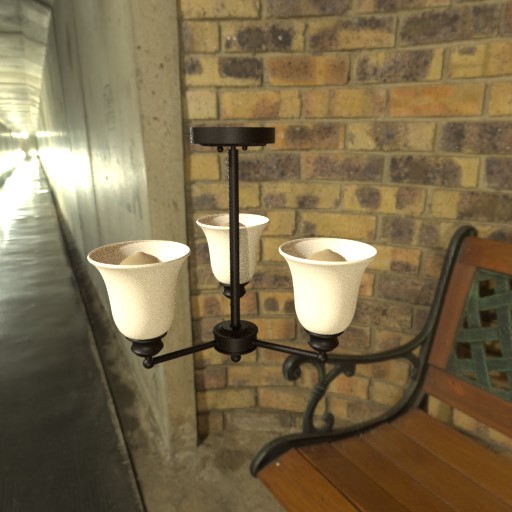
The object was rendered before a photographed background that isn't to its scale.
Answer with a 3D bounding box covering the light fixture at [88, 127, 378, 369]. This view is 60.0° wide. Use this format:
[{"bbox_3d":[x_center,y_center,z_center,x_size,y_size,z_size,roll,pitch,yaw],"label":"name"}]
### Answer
[{"bbox_3d":[0.000,0.000,0.664,0.354,0.370,0.388,8,17,25],"label":"light fixture"}]
